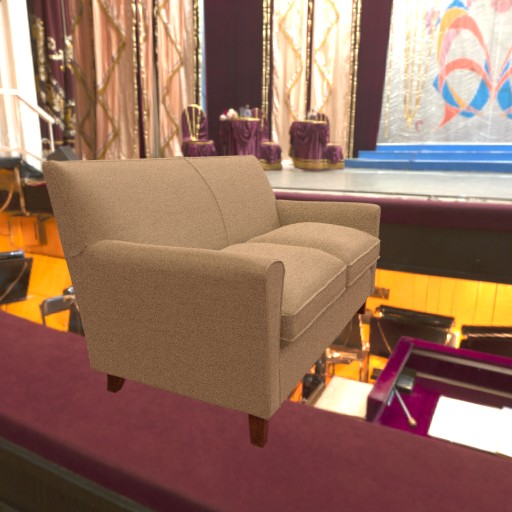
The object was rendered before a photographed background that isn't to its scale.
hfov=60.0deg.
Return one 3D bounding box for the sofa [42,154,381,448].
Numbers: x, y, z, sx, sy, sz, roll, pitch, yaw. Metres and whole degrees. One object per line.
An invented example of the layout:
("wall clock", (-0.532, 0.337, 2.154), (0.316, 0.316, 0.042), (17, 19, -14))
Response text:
("sofa", (0.000, 0.000, 2.042), (0.891, 0.892, 1.482), (7, 15, 26))
